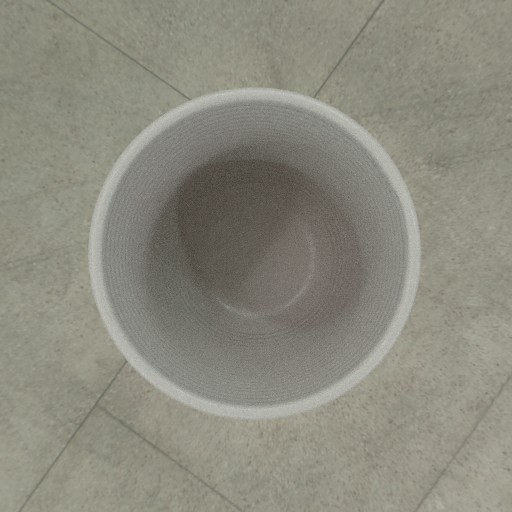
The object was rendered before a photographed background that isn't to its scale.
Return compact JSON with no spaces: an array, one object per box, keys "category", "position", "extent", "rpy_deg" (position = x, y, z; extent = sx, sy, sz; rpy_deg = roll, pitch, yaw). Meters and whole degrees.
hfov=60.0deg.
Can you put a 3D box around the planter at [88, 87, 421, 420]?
[{"category":"planter","position":[0.000,0.000,0.299],"extent":[0.170,0.152,0.170],"rpy_deg":[0,88,1]}]
